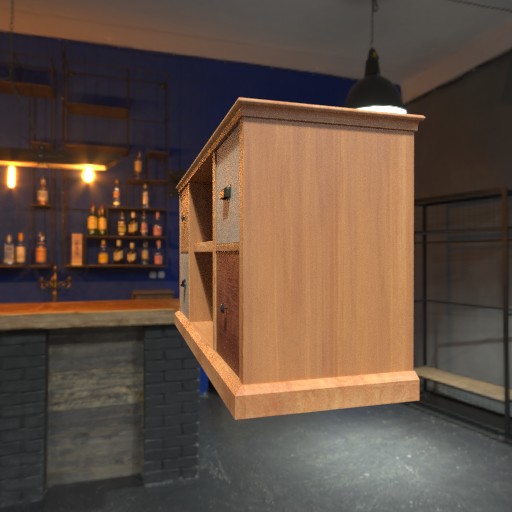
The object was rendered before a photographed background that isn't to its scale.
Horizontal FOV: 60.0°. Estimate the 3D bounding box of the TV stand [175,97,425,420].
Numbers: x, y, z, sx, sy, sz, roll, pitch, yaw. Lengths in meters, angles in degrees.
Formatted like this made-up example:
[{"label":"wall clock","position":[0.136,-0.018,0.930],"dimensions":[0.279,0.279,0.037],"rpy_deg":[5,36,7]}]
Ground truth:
[{"label":"TV stand","position":[0.000,0.000,1.455],"dimensions":[0.417,0.607,1.181],"rpy_deg":[0,0,-16]}]
